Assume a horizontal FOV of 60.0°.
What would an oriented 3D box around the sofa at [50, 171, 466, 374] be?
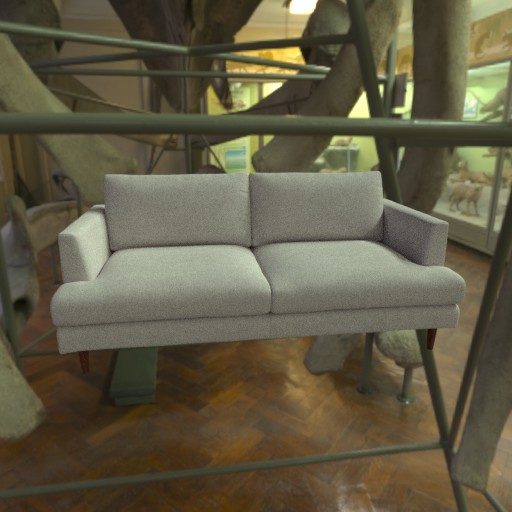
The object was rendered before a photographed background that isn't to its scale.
[{"bbox_3d":[0.000,0.000,2.506,1.948,0.868,1.020,-2,17,-7],"label":"sofa"}]
